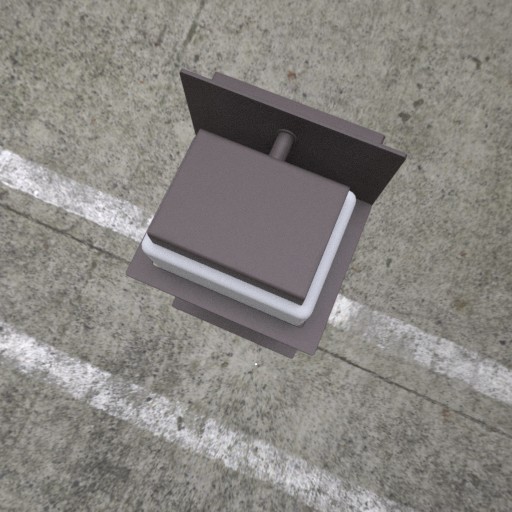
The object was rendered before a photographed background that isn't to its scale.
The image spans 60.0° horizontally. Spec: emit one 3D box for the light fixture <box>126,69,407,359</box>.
[{"bbox_3d":[0.000,0.000,0.432,0.153,0.347,0.146,23,77,5],"label":"light fixture"}]
